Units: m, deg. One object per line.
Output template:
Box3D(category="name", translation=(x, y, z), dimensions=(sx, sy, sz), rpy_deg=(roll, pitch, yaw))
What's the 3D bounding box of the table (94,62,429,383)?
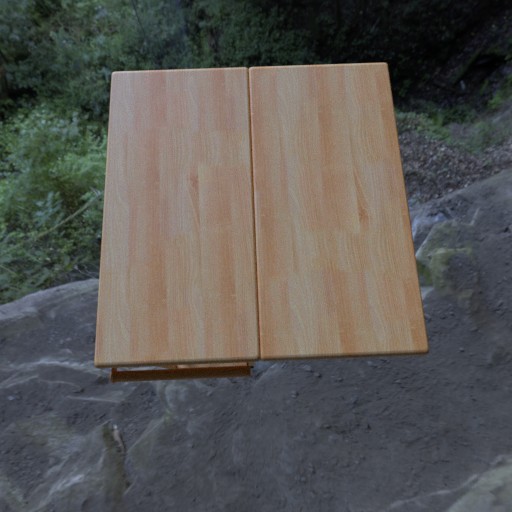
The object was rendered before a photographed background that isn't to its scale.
Box3D(category="table", translation=(0.000, 0.000, 1.403), dimensions=(0.693, 0.832, 0.752), rpy_deg=(-2, 74, -1))
